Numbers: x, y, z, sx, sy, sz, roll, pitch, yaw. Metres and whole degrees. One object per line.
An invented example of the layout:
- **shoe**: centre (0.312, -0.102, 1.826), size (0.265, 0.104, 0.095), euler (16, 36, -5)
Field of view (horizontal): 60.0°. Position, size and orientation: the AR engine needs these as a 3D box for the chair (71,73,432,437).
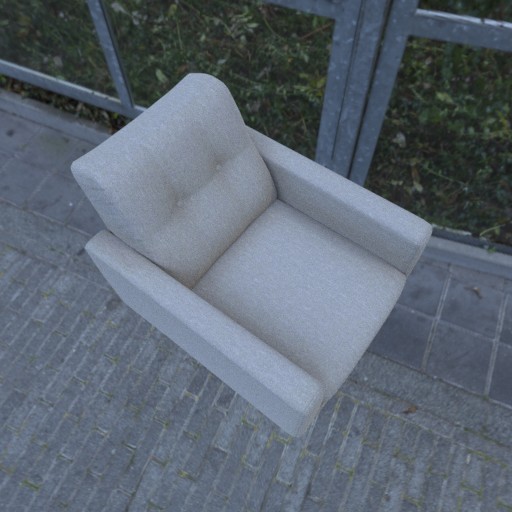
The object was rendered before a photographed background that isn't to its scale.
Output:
- **chair**: centre (0.000, 0.000, 1.831), size (1.128, 0.965, 0.897), euler (33, 64, 18)
